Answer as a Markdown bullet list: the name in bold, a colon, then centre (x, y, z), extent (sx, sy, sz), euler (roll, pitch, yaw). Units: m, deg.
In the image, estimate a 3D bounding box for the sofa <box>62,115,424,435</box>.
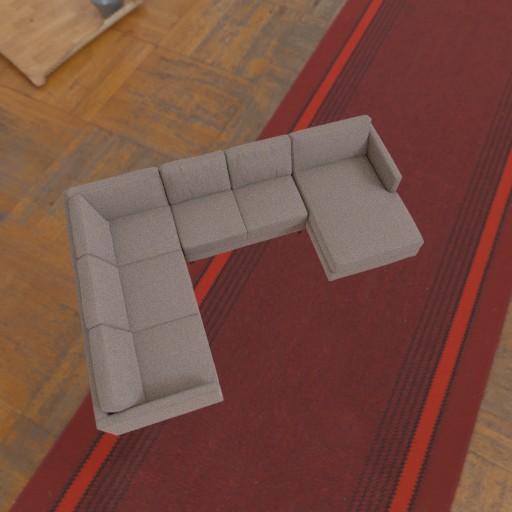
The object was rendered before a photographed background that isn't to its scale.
- **sofa**: centre (0.000, 0.000, 4.488), extent (3.438, 0.865, 2.424), euler (-16, 64, -8)
